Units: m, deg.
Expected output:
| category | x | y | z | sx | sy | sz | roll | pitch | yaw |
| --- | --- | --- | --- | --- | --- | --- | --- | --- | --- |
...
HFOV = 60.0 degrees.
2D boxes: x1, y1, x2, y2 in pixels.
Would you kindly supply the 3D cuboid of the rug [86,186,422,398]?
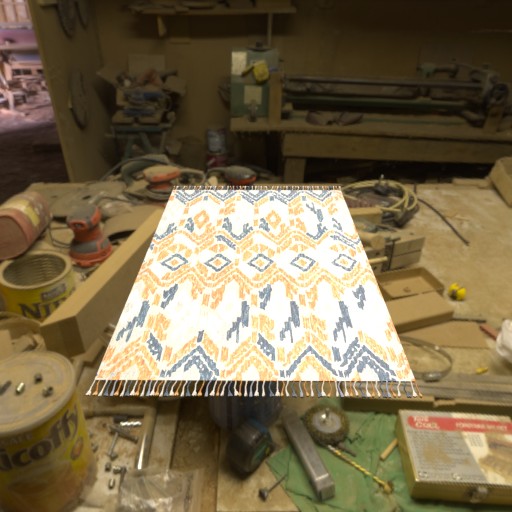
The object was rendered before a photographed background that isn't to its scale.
| category | x | y | z | sx | sy | sz | roll | pitch | yaw |
| --- | --- | --- | --- | --- | --- | --- | --- | --- | --- |
| rug | 0.000 | 0.000 | 3.031 | 1.533 | 0.010 | 2.428 | 0 | 32 | 0 |
